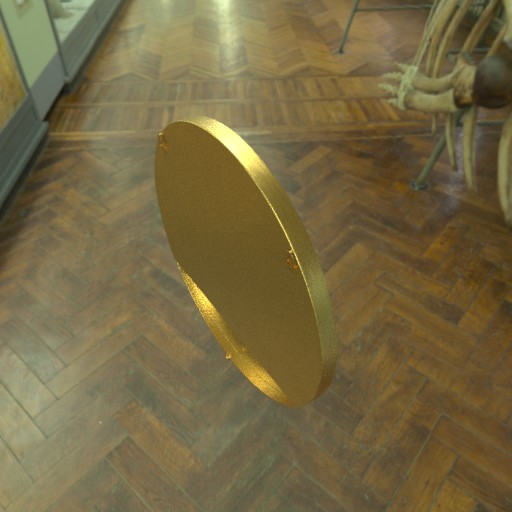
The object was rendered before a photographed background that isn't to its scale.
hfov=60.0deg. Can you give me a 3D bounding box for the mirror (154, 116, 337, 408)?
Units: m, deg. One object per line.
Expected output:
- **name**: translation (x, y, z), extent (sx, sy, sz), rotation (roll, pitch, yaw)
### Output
- **mirror**: translation (0.000, 0.000, 0.705), extent (0.133, 0.457, 0.457), rotation (-25, 48, -25)
